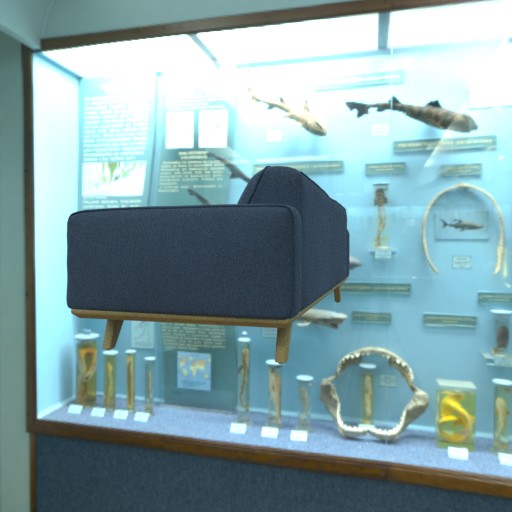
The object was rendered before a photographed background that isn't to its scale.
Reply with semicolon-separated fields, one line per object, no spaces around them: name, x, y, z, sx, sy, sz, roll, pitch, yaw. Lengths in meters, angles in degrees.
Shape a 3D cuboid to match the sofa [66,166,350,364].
sofa;0.000;0.000;2.730;0.953;0.782;2.270;0;1;17
